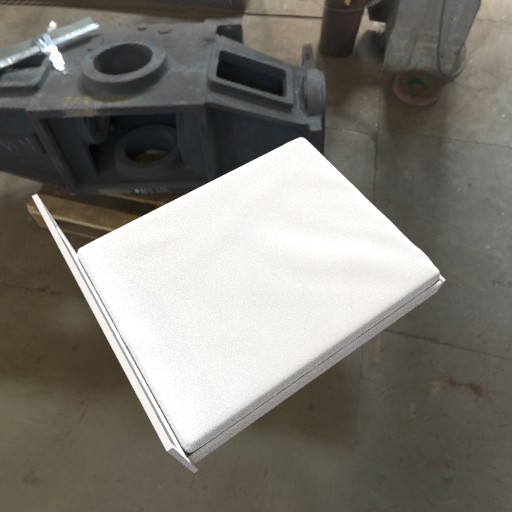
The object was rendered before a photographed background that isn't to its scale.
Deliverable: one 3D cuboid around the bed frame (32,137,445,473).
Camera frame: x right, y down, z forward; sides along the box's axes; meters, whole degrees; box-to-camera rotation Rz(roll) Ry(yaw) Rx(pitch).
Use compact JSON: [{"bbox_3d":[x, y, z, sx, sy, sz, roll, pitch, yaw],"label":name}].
[{"bbox_3d":[0.000,0.000,3.034,2.100,1.001,1.711,-30,64,-17],"label":"bed frame"}]
